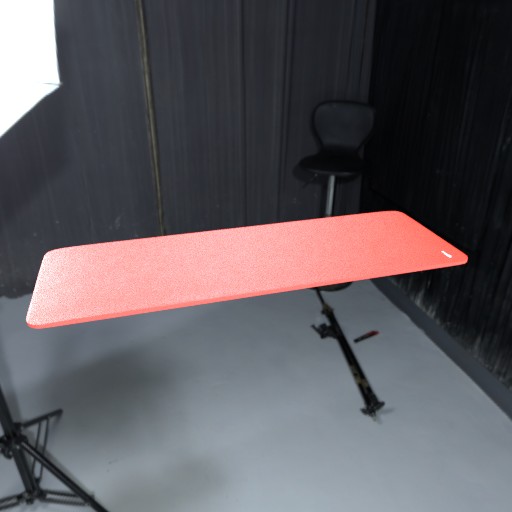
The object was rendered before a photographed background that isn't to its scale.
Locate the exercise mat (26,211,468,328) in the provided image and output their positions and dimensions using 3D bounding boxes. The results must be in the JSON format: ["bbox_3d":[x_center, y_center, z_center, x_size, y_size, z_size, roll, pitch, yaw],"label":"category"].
[{"bbox_3d":[0.000,0.000,2.032,1.869,0.021,0.616,-7,29,-14],"label":"exercise mat"}]
